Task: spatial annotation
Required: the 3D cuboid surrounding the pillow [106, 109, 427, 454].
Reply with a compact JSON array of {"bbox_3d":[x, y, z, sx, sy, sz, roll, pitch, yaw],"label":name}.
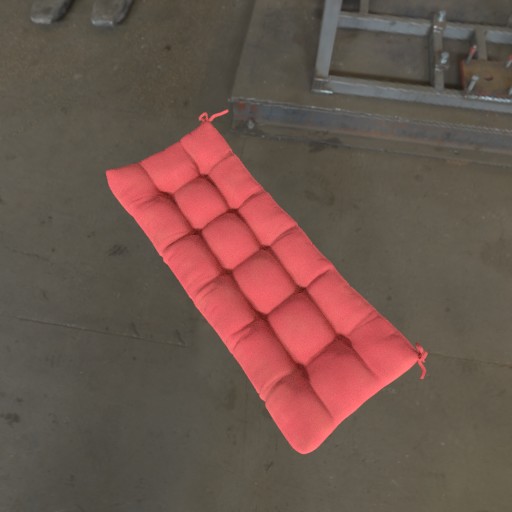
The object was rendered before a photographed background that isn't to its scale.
[{"bbox_3d":[0.000,0.000,1.435,0.511,0.174,1.194,-33,67,-16],"label":"pillow"}]
